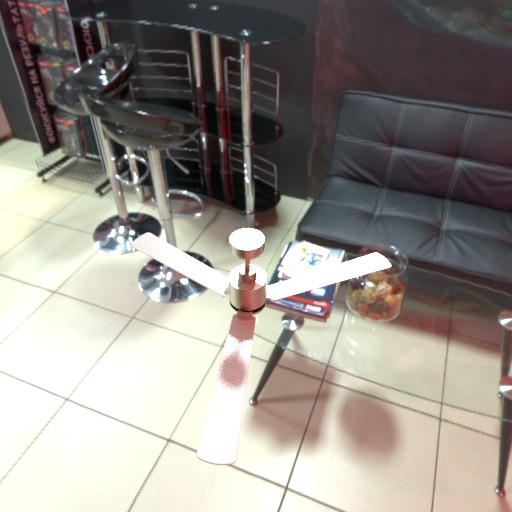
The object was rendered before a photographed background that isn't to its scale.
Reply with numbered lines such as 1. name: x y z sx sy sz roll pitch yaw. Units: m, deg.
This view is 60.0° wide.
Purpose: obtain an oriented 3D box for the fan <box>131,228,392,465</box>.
1. fan: 0.000 0.000 2.385 1.531 0.446 1.561 -25 46 -26
